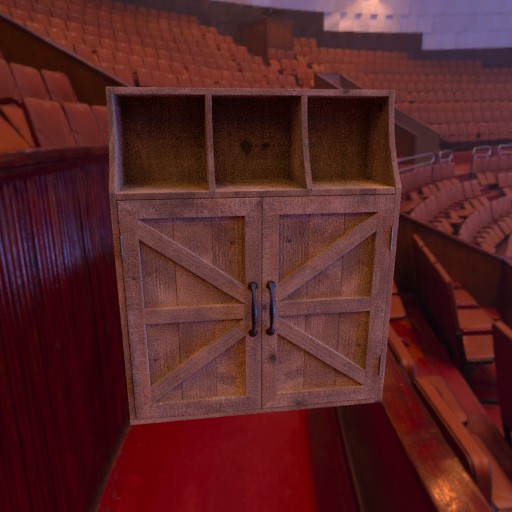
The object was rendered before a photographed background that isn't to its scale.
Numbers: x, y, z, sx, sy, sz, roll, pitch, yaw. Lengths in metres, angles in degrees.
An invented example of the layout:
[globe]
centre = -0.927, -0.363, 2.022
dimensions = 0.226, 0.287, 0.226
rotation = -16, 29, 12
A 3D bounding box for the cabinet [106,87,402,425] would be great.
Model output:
[cabinet]
centre = 0.000, 0.000, 0.836
dimensions = 0.489, 0.590, 0.184
rotation = -2, 17, -8
